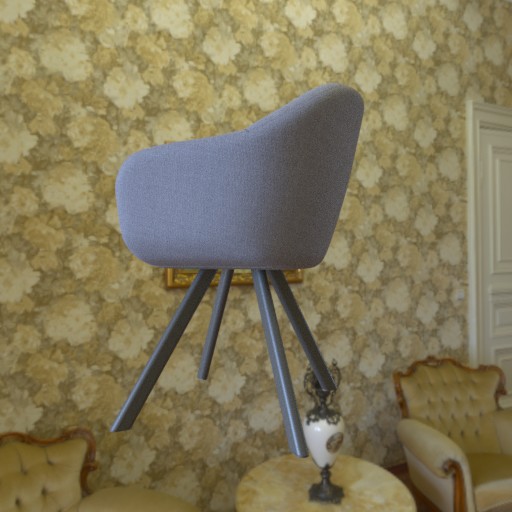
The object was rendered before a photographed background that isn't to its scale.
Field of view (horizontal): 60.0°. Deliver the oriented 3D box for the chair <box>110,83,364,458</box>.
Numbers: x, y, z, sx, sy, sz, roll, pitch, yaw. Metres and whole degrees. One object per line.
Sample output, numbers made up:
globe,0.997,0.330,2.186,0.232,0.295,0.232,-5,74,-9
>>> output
chair,0.000,0.000,1.158,0.550,0.795,0.590,0,0,17
